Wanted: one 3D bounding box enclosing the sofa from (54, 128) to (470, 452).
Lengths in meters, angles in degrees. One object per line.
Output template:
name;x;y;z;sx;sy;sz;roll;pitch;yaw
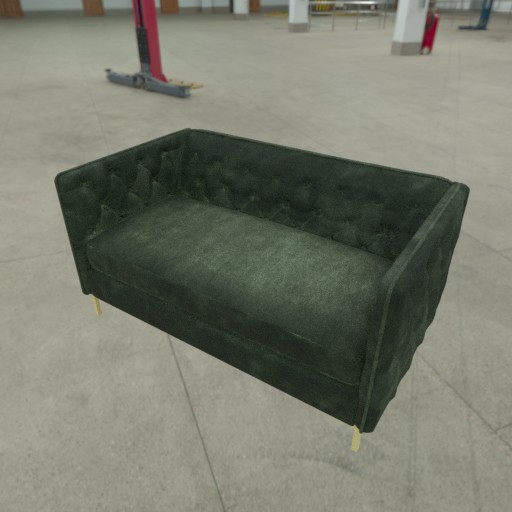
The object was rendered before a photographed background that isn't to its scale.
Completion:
sofa;0.000;0.000;2.023;1.537;0.768;0.895;19;37;28
